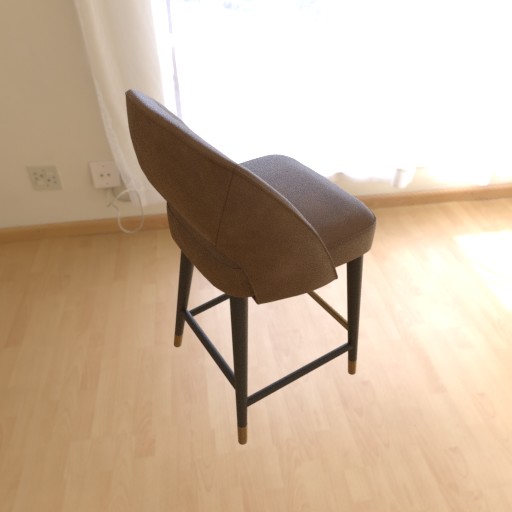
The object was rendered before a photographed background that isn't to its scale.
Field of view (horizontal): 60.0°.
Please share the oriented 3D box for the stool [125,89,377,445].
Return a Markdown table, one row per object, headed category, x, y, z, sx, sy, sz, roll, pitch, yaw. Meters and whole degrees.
| category | x | y | z | sx | sy | sz | roll | pitch | yaw |
| --- | --- | --- | --- | --- | --- | --- | --- | --- | --- |
| stool | 0.000 | 0.000 | 1.210 | 0.509 | 0.940 | 0.494 | -23 | 45 | -25 |
